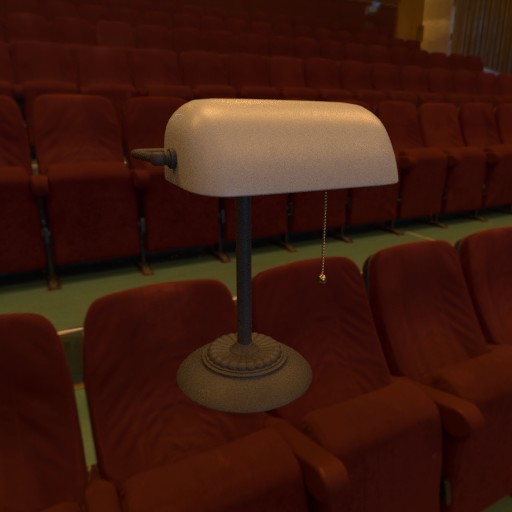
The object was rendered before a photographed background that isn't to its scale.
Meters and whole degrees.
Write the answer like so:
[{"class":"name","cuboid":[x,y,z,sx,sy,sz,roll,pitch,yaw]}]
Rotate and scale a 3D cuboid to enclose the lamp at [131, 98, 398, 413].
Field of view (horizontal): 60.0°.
[{"class":"lamp","cuboid":[0.000,0.000,0.517,0.264,0.339,0.243,-9,18,-27]}]
